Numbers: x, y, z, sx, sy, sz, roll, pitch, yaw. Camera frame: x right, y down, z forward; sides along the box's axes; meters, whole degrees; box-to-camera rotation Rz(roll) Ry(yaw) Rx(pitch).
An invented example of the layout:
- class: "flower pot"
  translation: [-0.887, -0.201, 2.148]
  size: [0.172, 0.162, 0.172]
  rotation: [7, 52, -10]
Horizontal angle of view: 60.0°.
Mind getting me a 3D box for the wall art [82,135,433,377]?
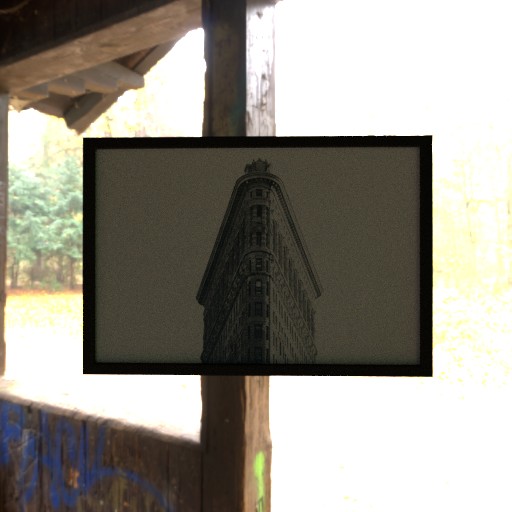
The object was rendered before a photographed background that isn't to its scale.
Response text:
- class: "wall art"
  translation: [0.000, 0.000, 1.223]
  size: [0.958, 0.656, 0.026]
  rotation: [0, 0, 2]
